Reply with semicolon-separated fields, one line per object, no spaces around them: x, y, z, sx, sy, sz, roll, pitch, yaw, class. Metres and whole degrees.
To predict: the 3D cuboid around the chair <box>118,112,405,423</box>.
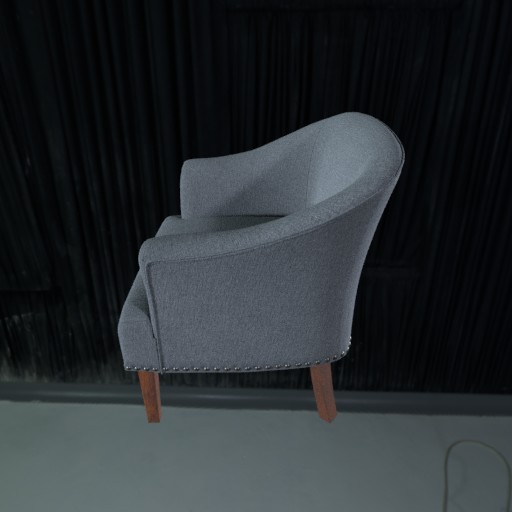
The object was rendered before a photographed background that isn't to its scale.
0.000;0.000;1.389;0.704;0.815;0.798;0;27;0;chair
